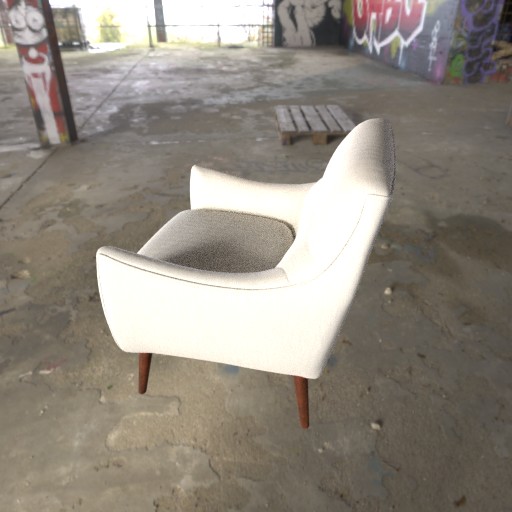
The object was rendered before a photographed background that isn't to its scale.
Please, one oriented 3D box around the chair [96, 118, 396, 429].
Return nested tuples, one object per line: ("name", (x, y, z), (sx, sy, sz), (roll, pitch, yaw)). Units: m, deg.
("chair", (0.000, 0.000, 1.478), (0.787, 0.838, 0.762), (7, 31, 12))
